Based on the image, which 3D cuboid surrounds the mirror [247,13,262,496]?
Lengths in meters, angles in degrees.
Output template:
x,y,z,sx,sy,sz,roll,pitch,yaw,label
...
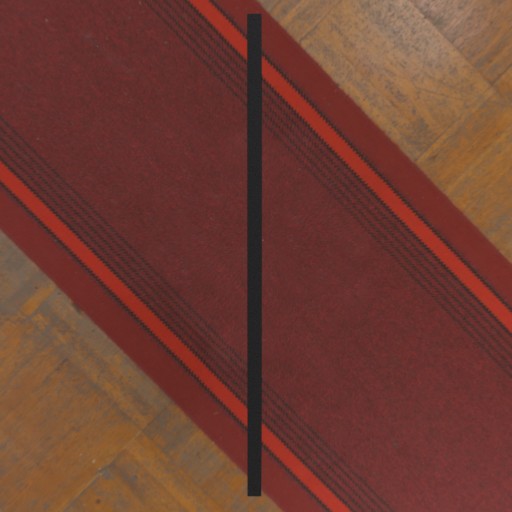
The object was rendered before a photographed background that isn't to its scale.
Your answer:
x,y,z,sx,sy,sz,roll,pitch,yaw,label
0.000,0.000,1.798,0.047,0.692,1.584,0,92,1,mirror
